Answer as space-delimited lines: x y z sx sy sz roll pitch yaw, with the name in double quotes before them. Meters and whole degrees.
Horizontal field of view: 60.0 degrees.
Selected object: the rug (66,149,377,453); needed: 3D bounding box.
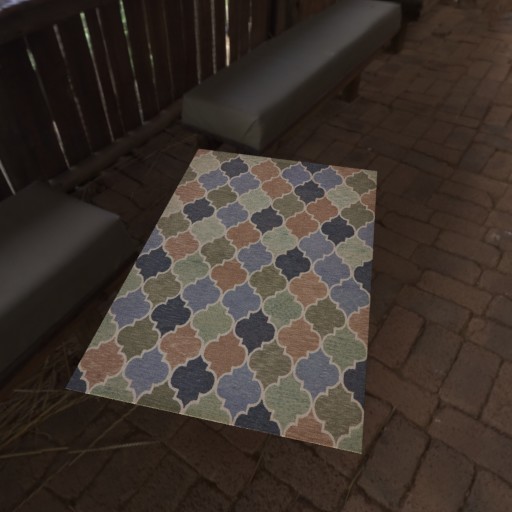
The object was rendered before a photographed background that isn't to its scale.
"rug" 0.000 0.000 2.960 1.521 0.006 2.284 9 47 9
